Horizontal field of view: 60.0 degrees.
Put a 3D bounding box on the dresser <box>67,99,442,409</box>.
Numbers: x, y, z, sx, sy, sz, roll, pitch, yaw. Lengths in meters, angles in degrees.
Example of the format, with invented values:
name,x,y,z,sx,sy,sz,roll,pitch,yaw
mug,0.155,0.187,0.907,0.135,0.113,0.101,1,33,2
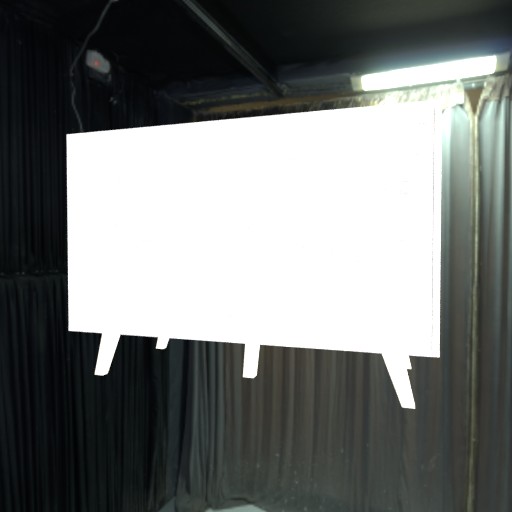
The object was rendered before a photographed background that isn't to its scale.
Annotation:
name,x,y,z,sx,sy,sz,roll,pitch,yaw
dresser,0.000,0.000,1.493,1.110,0.780,0.500,0,2,18
